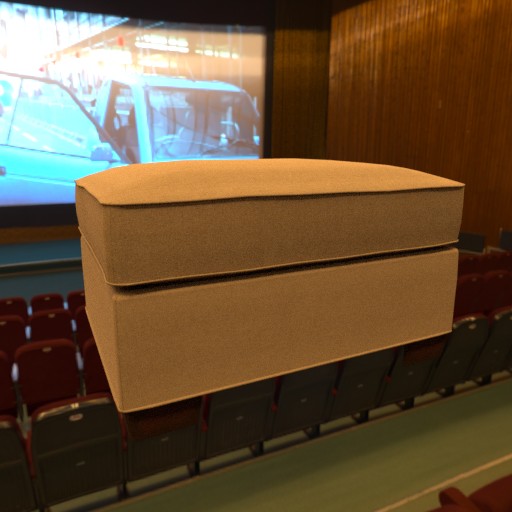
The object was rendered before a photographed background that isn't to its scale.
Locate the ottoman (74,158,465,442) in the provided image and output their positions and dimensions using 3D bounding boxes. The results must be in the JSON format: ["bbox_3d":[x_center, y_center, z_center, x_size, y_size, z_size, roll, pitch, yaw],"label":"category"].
[{"bbox_3d":[0.000,0.000,1.188,0.846,0.503,0.617,-7,15,-25],"label":"ottoman"}]
